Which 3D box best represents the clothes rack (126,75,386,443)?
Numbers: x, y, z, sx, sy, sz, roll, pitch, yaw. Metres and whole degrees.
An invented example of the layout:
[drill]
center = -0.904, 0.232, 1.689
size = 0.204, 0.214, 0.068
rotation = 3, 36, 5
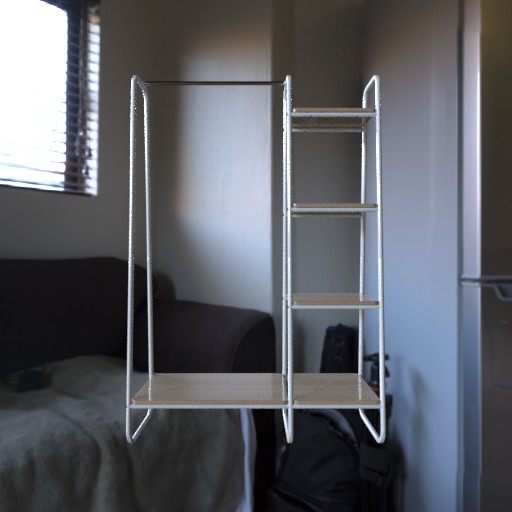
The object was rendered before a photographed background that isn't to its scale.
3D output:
[clothes rack]
center = 0.000, 0.000, 1.906
size = 1.011, 1.500, 0.400
rotation = 0, 0, 0
